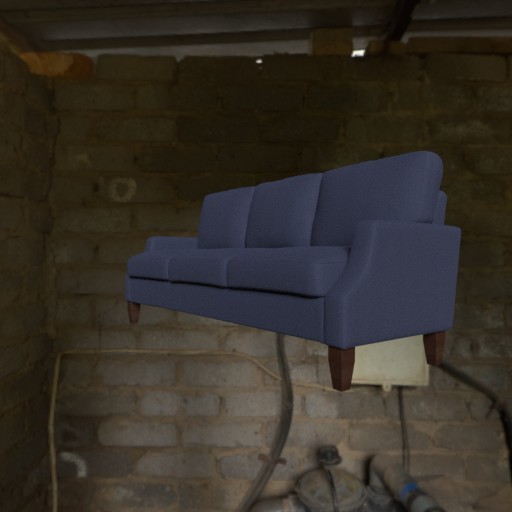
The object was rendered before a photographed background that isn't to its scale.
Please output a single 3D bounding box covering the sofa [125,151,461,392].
[{"bbox_3d":[0.000,0.000,2.657,0.888,0.984,2.115,0,0,-37],"label":"sofa"}]
